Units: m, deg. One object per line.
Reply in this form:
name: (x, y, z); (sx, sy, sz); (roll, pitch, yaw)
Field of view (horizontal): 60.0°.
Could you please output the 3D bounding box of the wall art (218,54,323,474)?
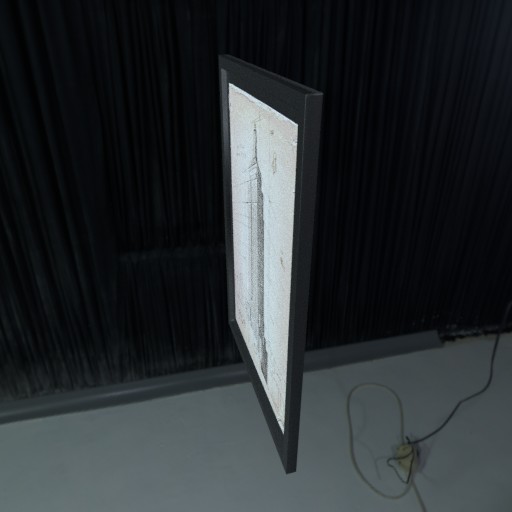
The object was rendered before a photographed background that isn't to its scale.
wall art: (0.000, 0.000, 0.550); (0.013, 0.431, 0.303); (-8, 30, -14)
